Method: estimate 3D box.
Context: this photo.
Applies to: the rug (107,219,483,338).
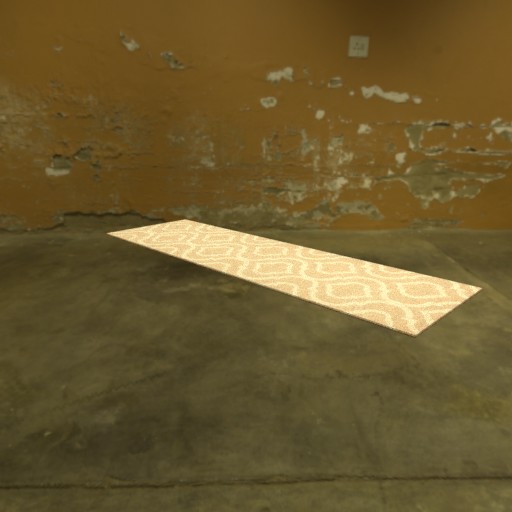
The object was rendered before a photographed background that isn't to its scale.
[{"bbox_3d":[0.000,0.000,2.599,2.289,0.013,0.691,15,22,42],"label":"rug"}]
